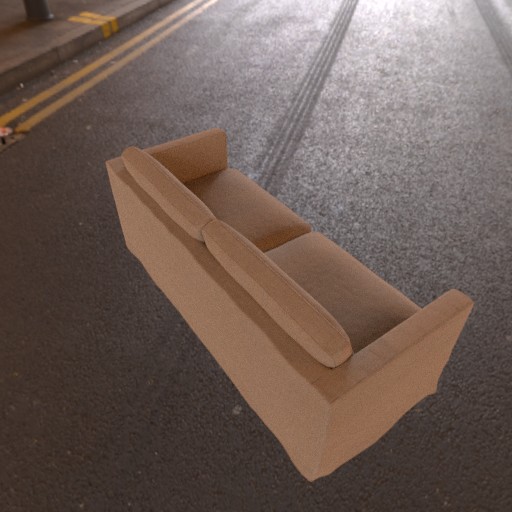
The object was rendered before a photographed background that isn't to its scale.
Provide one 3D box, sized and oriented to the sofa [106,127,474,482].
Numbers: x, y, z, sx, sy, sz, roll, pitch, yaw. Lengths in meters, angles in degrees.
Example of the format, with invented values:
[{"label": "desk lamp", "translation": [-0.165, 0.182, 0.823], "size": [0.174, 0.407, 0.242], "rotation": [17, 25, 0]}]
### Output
[{"label": "sofa", "translation": [0.000, 0.000, 2.729], "size": [0.956, 0.847, 2.296], "rotation": [-25, 47, -26]}]
